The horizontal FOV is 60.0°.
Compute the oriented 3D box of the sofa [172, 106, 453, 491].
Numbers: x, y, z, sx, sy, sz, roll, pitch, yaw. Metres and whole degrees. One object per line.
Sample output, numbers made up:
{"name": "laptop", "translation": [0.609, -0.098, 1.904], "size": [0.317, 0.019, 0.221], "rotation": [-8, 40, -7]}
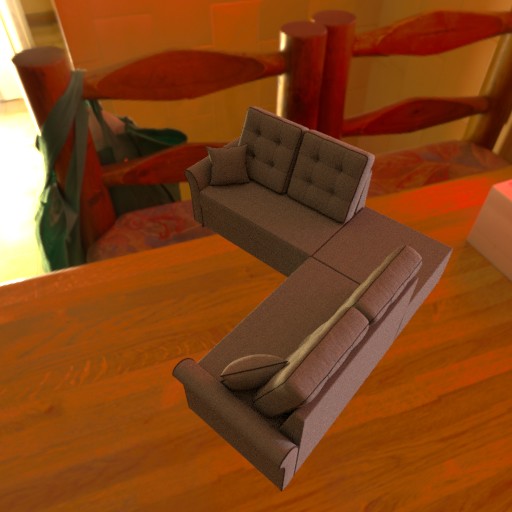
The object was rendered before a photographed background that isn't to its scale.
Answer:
{"name": "sofa", "translation": [0.000, 0.000, 3.152], "size": [2.068, 0.988, 2.070], "rotation": [32, 54, 27]}
